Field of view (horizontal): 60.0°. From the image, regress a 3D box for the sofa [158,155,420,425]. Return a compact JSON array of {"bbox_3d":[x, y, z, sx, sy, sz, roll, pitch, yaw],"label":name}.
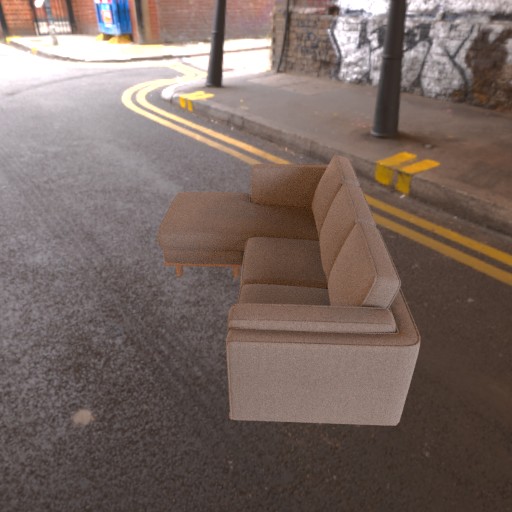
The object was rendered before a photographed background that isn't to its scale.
[{"bbox_3d":[0.000,0.000,3.135,1.604,0.929,2.411,1,30,2],"label":"sofa"}]
